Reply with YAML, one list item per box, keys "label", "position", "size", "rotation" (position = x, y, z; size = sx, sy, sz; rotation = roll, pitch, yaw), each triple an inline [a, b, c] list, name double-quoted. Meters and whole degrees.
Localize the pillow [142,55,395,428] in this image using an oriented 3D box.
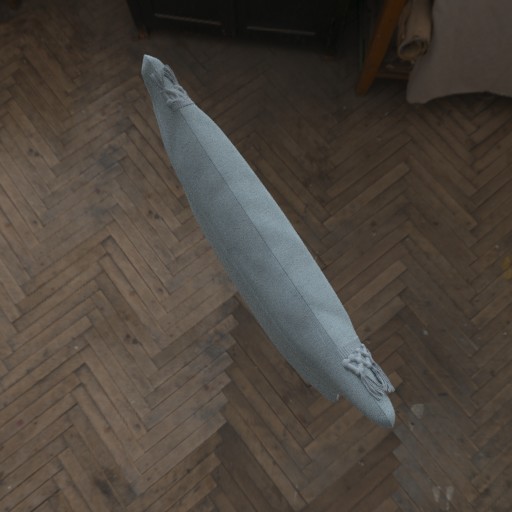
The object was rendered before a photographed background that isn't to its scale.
- label: "pillow"
  position: [0.000, 0.000, 0.589]
  size: [0.084, 0.305, 0.466]
  rotation: [-32, 78, -8]
